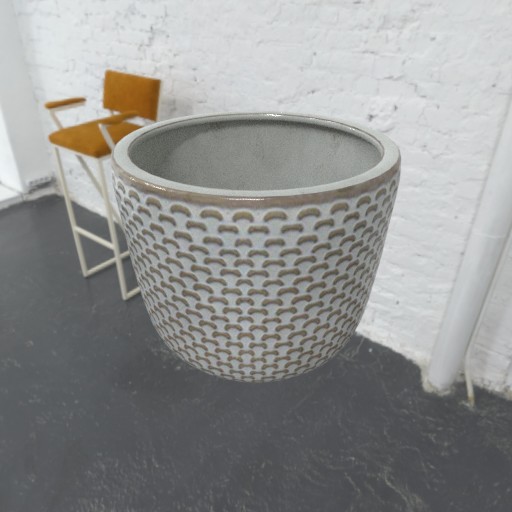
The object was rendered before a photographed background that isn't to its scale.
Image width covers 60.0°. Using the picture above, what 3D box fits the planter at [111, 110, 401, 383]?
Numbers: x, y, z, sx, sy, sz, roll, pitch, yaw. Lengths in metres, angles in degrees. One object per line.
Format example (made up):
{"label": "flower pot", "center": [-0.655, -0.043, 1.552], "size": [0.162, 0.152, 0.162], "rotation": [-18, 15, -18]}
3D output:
{"label": "planter", "center": [0.000, 0.000, 0.249], "size": [0.139, 0.130, 0.139], "rotation": [0, 31, 0]}
